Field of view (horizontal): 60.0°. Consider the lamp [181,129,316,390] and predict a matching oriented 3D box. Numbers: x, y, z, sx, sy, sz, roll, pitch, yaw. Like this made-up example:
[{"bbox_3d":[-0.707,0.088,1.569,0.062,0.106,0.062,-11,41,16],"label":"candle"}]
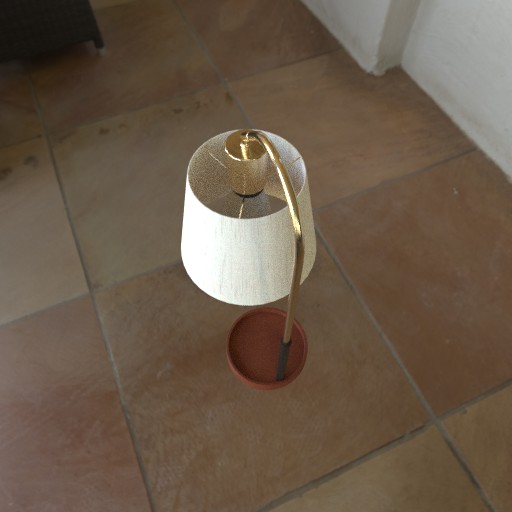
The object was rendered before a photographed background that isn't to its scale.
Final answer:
[{"bbox_3d":[0.000,0.000,0.668,0.211,0.536,0.273,-18,61,-11],"label":"lamp"}]
